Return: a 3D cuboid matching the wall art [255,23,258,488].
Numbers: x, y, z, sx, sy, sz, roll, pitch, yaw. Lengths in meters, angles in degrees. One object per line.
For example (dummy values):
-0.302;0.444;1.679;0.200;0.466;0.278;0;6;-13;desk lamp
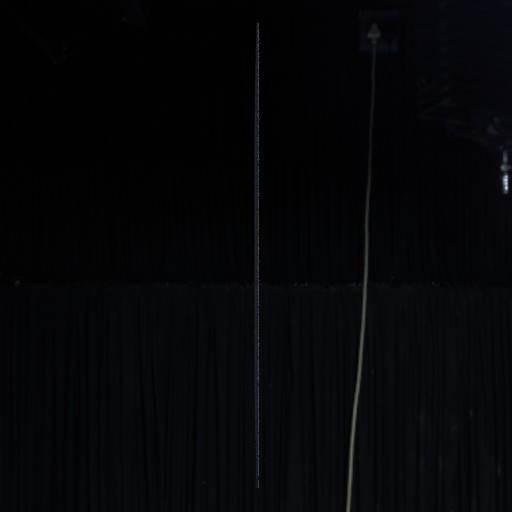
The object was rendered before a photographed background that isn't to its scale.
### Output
0.000;0.000;0.809;0.003;0.609;0.457;0;-1;0;wall art
